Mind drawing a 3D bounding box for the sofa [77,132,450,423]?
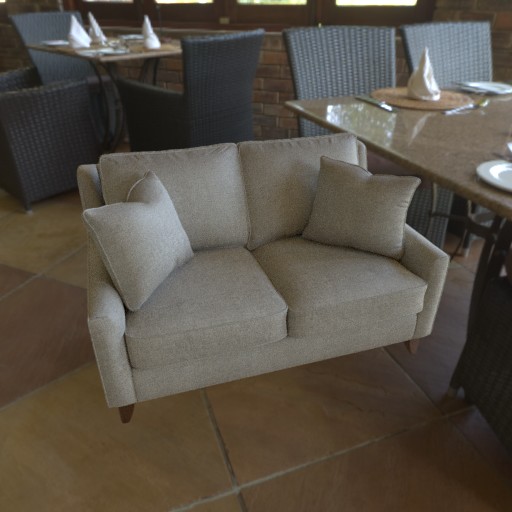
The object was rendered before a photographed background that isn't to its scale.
[{"bbox_3d":[0.000,0.000,1.981,1.422,0.863,0.915,-9,32,-15],"label":"sofa"}]
